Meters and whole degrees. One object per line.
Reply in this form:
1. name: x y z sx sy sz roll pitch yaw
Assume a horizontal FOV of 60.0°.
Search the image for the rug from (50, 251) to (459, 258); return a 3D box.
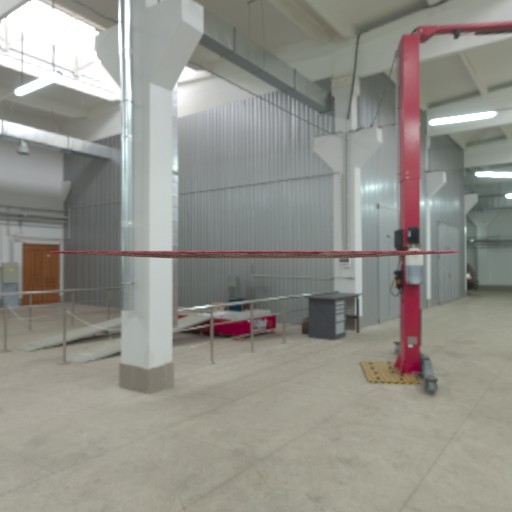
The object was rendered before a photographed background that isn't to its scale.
1. rug: 0.000 0.000 2.794 1.579 0.007 2.184 0 -1 1
